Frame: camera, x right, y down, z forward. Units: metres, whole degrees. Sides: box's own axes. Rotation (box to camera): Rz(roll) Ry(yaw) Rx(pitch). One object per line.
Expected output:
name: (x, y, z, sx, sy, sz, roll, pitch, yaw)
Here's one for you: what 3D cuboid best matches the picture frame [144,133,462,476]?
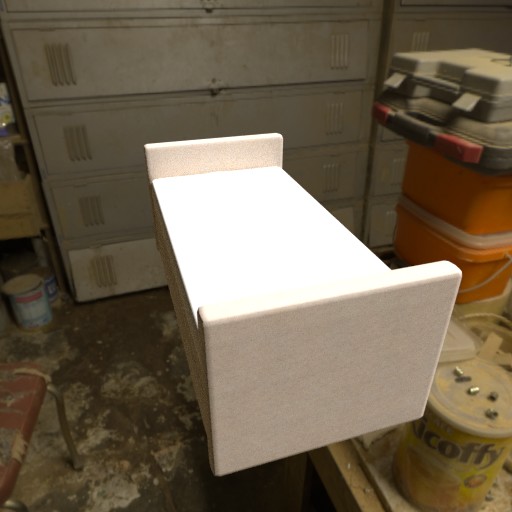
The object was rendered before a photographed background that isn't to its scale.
picture frame: (0.000, 0.000, 2.732, 1.069, 0.891, 2.161, -9, 32, -15)
